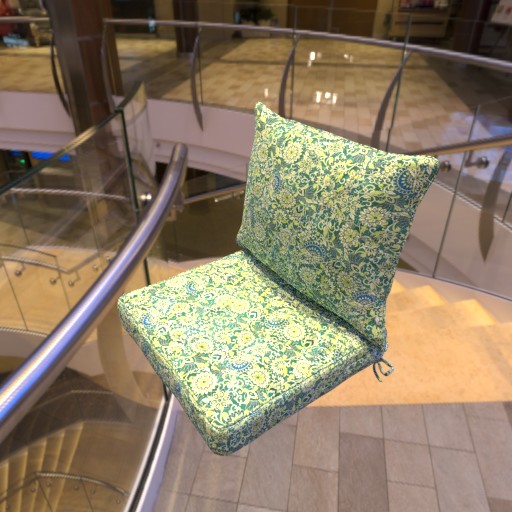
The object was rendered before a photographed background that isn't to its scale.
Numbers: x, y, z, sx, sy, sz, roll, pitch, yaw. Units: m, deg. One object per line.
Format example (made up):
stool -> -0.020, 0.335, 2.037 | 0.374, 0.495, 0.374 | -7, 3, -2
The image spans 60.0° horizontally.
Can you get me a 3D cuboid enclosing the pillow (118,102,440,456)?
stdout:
pillow -> 0.000, 0.000, 1.383 | 0.740, 0.722, 0.798 | -21, 38, -30
